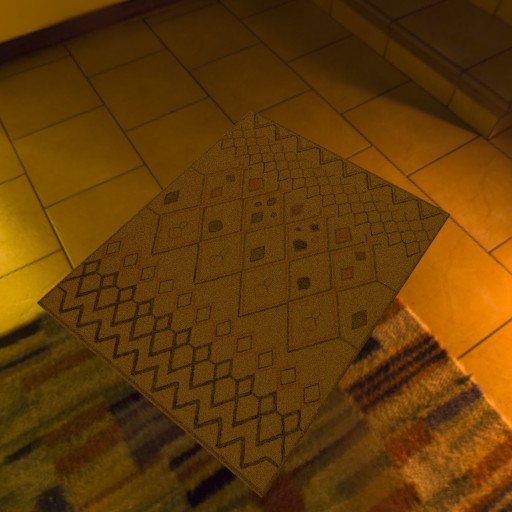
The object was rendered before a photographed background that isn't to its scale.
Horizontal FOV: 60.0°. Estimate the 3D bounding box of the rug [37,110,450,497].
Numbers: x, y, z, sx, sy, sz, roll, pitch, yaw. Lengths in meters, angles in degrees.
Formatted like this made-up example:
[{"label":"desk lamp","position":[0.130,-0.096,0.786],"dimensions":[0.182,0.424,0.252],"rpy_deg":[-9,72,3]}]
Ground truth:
[{"label":"rug","position":[0.000,0.000,4.068],"dimensions":[2.441,0.016,3.050],"rpy_deg":[33,64,18]}]
